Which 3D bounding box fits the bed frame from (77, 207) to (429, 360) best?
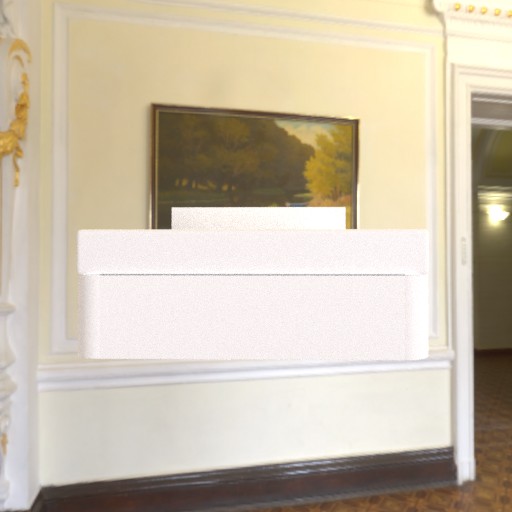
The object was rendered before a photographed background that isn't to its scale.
[{"bbox_3d":[0.000,0.000,2.634,1.400,0.800,1.900,0,0,1],"label":"bed frame"}]
